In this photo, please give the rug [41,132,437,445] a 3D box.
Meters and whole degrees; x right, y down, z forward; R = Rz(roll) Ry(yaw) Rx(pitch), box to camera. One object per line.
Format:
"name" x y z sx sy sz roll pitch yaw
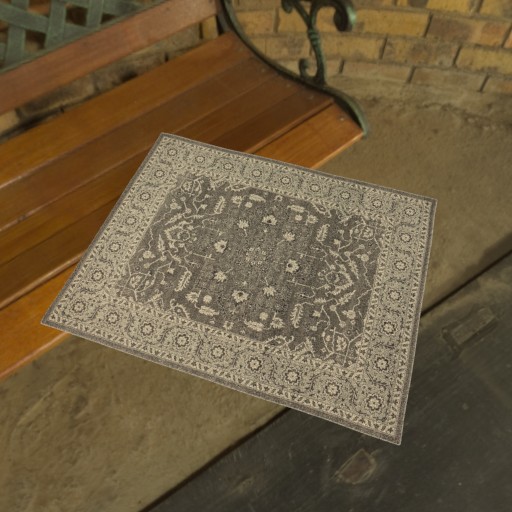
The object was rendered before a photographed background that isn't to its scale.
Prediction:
"rug" 0.000 0.000 4.132 3.069 0.026 2.451 16 59 10
